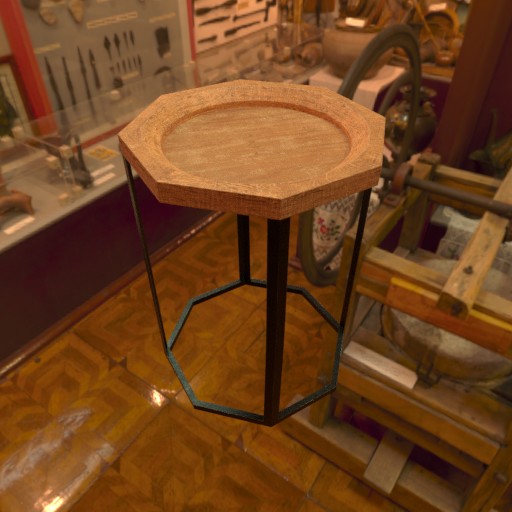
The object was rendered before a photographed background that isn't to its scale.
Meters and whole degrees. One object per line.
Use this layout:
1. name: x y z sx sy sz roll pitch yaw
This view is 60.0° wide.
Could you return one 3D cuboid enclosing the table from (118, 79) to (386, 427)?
1. table: 0.000 0.000 0.894 0.437 0.553 0.437 26 47 27
